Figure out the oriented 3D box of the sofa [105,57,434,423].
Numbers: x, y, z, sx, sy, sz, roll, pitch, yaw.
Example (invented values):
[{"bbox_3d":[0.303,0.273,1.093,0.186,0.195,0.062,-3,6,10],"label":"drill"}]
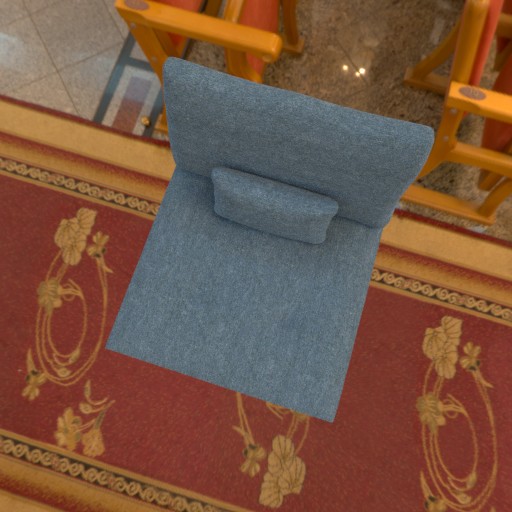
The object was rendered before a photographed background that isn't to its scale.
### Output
[{"bbox_3d":[0.000,0.000,1.685,0.930,0.820,1.000,17,76,4],"label":"sofa"}]
